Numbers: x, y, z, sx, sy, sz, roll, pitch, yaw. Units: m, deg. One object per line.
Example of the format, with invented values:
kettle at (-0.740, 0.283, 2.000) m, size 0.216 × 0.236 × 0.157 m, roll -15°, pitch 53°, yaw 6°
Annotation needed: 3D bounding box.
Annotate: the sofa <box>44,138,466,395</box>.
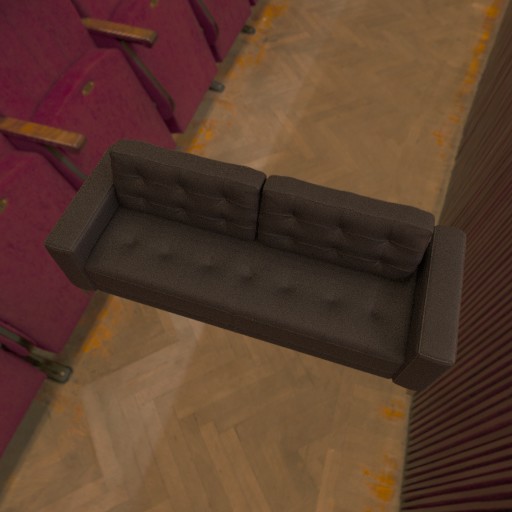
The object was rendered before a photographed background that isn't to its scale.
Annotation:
sofa at (0.000, 0.000, 2.637) m, size 2.275 × 0.893 × 0.833 m, roll 15°, pitch 60°, yaw 9°
